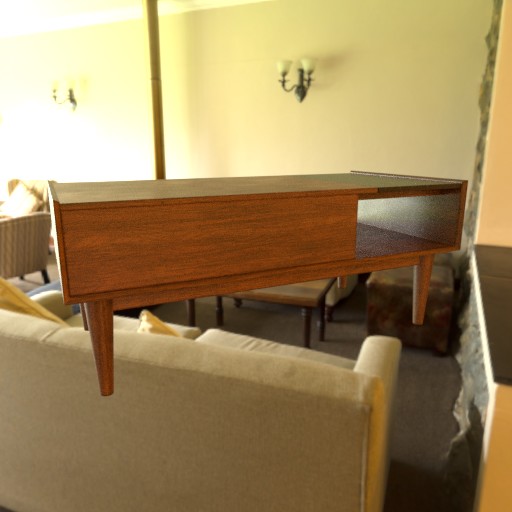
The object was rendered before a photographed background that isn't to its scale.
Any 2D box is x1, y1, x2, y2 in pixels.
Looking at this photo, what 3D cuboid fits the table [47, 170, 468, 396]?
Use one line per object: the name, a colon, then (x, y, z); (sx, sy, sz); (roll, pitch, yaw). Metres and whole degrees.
table: (0.000, 0.000, 1.498); (1.221, 0.508, 0.610); (-7, 16, -25)
